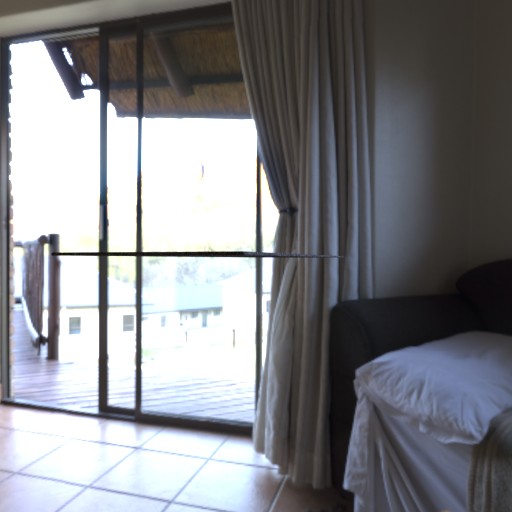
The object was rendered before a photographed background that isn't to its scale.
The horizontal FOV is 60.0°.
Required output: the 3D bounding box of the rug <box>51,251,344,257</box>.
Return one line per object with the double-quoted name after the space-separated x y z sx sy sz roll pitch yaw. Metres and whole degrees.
0.000 0.000 2.458 0.691 0.011 2.296 0 0 18 "rug"
